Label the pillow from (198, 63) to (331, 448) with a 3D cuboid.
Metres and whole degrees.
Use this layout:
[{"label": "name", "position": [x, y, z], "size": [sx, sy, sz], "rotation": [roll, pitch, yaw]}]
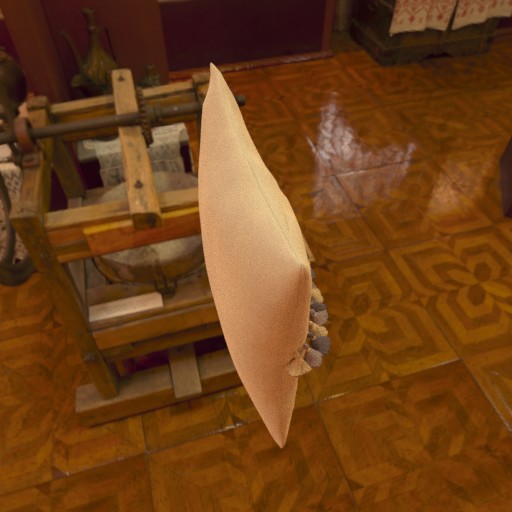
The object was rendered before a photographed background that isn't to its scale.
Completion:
[{"label": "pillow", "position": [0.000, 0.000, 0.762], "size": [0.165, 0.481, 0.489], "rotation": [-11, 49, -10]}]
